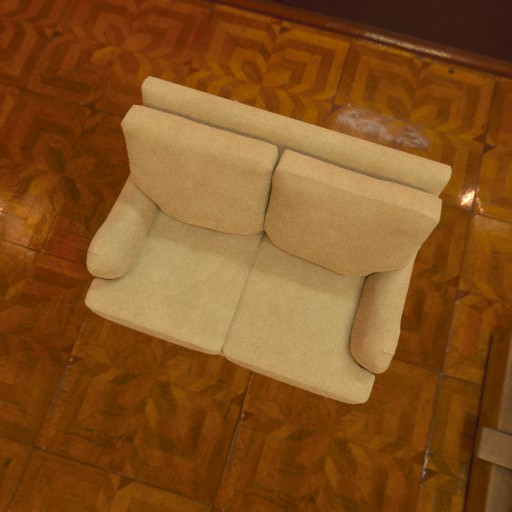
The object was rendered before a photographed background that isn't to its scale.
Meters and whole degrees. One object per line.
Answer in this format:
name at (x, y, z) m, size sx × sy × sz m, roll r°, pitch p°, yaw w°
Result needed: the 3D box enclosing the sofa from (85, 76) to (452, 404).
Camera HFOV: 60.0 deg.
sofa at (0.000, 0.000, 2.262) m, size 1.498 × 1.087 × 1.086 m, roll 18°, pitch 75°, yaw 5°
